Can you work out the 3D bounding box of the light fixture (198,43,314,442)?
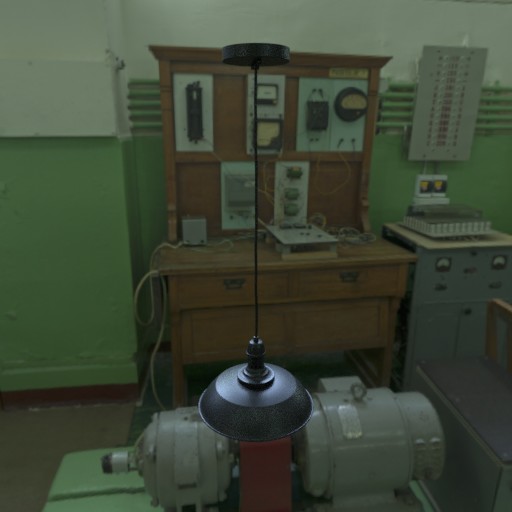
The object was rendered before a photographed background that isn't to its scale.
[{"bbox_3d":[0.000,0.000,1.160,0.331,0.993,0.331,-3,16,-9],"label":"light fixture"}]
